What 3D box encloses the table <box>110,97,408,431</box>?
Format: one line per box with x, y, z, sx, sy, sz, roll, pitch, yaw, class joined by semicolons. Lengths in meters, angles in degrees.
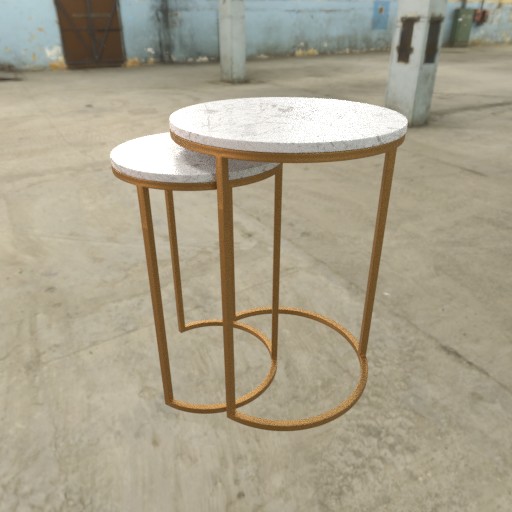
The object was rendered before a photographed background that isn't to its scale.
0.000;0.000;0.892;0.507;0.550;0.400;-1;28;-2;table
